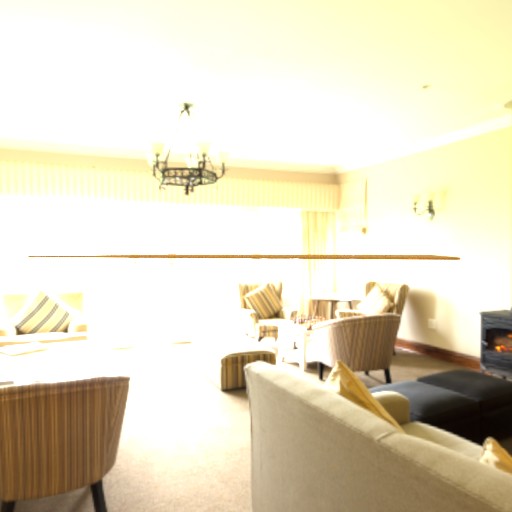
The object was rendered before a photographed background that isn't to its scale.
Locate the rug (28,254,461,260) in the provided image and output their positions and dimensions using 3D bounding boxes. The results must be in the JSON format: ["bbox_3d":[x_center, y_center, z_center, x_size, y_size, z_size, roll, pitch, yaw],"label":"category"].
[{"bbox_3d":[0.000,0.000,2.346,1.829,0.010,1.219,0,1,17],"label":"rug"}]
